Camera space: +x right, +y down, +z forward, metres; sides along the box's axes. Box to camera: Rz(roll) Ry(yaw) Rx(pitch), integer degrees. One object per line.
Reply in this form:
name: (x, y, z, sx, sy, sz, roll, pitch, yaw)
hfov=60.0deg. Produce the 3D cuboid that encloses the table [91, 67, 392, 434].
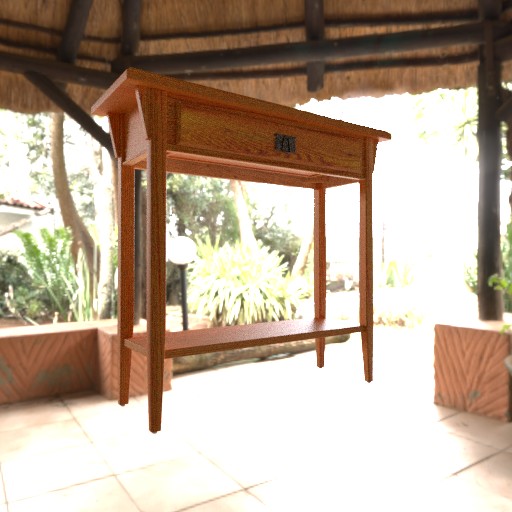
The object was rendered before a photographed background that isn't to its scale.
table: (0.000, 0.000, 1.148, 0.762, 0.711, 0.254, 0, 0, -35)
